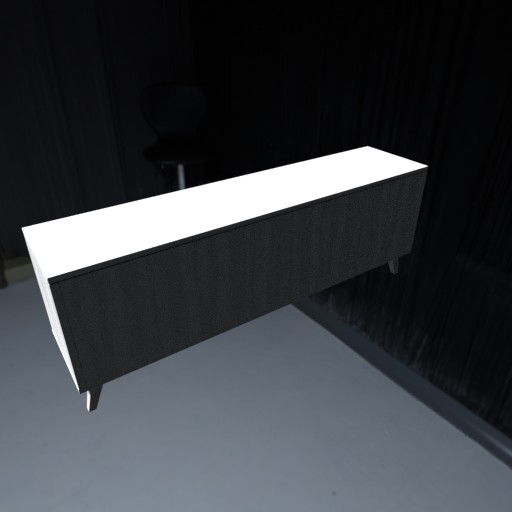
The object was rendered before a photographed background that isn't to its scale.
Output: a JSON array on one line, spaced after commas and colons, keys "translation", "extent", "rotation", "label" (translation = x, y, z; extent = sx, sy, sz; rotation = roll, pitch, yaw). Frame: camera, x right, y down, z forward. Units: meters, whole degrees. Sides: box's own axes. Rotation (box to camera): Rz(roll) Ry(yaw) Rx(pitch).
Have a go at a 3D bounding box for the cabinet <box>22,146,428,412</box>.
[{"translation": [0.000, 0.000, 2.535], "extent": [2.198, 0.779, 0.499], "rotation": [-19, 36, -29], "label": "cabinet"}]
